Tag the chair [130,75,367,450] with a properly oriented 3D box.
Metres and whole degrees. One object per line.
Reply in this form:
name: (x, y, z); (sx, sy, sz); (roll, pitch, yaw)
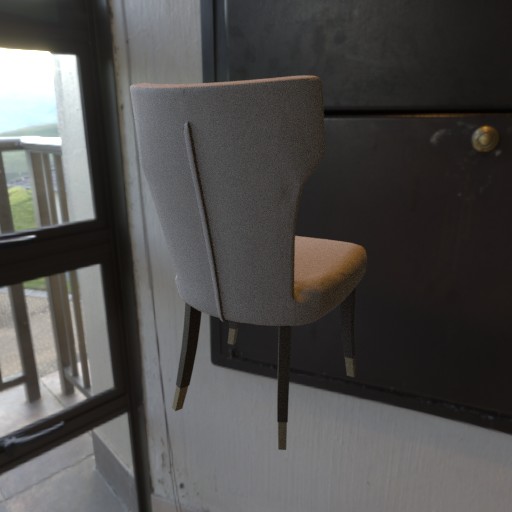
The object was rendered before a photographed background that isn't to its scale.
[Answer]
chair: (0.000, 0.000, 1.314); (0.526, 0.950, 0.630); (9, 20, 27)
